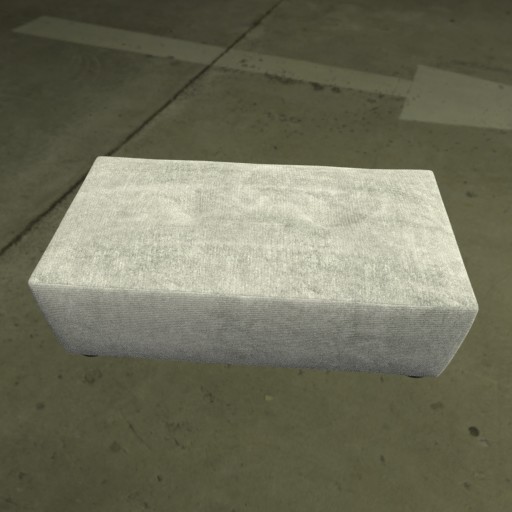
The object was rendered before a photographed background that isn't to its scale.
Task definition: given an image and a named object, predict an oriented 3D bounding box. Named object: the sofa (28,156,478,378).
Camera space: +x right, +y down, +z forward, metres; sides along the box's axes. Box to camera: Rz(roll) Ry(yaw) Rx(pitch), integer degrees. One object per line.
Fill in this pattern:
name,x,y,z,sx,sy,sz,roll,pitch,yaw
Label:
sofa,0.000,0.000,1.131,0.930,0.330,0.480,3,47,3
